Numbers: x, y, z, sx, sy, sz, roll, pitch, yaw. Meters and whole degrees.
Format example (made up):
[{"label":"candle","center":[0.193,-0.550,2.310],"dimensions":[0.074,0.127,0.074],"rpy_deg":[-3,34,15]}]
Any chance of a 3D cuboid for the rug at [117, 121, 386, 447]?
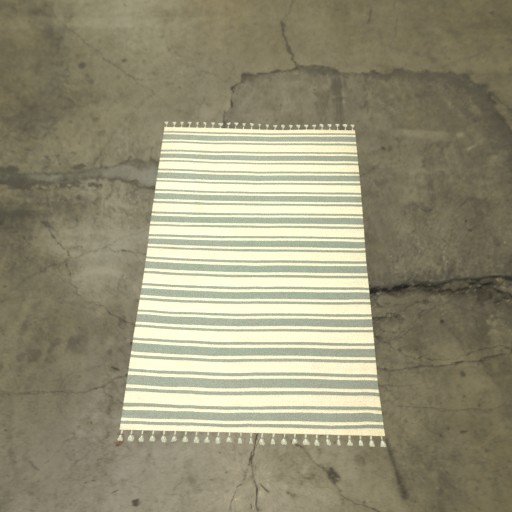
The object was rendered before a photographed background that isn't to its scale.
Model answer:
[{"label":"rug","center":[0.000,0.000,3.062],"dimensions":[1.539,0.011,2.410],"rpy_deg":[1,64,1]}]
